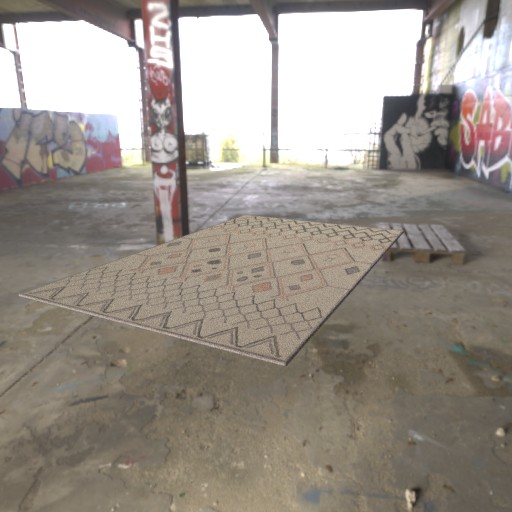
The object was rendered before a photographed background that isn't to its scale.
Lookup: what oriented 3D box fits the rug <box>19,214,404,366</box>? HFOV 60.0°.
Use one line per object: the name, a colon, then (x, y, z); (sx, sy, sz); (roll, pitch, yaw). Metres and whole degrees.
rug: (0.000, 0.000, 3.006); (1.524, 0.015, 2.438); (8, 18, 26)
